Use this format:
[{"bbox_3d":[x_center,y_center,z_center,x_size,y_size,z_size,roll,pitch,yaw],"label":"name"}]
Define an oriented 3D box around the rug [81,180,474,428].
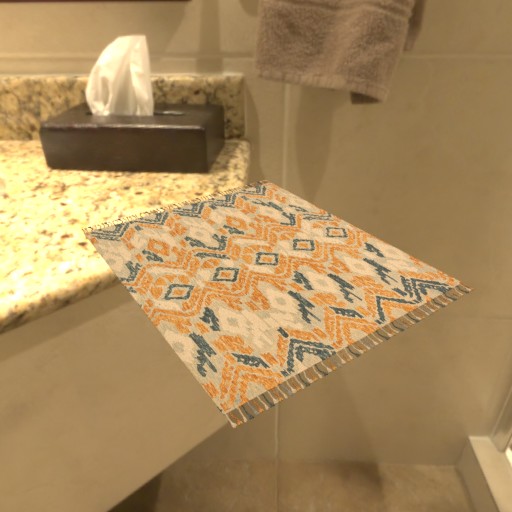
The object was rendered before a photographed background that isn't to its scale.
[{"bbox_3d":[0.000,0.000,4.258,2.439,0.010,3.048,-20,37,-29],"label":"rug"}]
